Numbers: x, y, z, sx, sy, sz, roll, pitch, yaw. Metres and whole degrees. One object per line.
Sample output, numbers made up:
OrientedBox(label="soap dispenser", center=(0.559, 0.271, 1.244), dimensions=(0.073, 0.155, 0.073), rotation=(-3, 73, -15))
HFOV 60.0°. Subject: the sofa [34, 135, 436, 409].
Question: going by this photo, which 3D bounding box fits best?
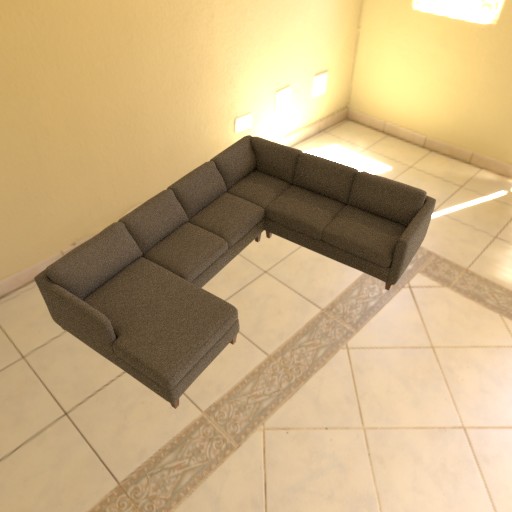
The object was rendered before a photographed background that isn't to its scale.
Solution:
OrientedBox(label="sofa", center=(0.000, 0.000, 4.480), dimensions=(2.551, 0.853, 3.238), rotation=(25, 48, 25))
